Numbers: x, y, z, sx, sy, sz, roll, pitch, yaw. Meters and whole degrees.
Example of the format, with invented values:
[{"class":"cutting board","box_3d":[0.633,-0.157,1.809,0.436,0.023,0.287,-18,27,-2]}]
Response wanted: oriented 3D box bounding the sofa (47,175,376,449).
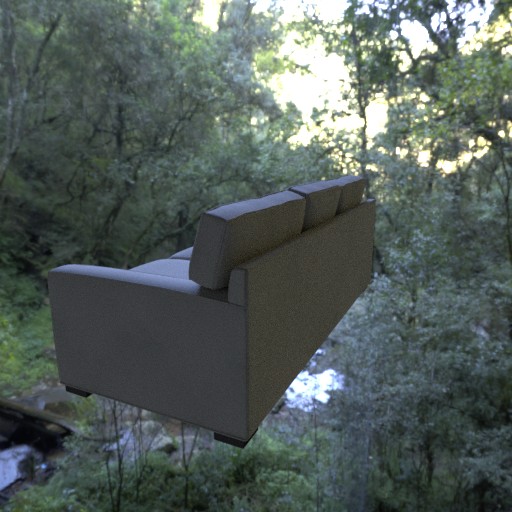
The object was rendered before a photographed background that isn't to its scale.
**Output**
[{"class":"sofa","box_3d":[0.000,0.000,2.564,0.935,0.862,2.088,7,16,25]}]
